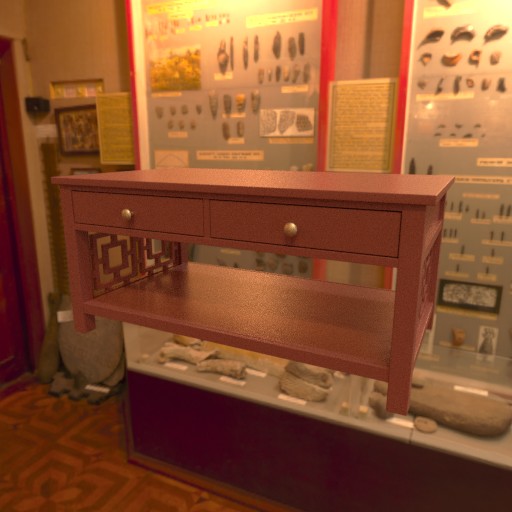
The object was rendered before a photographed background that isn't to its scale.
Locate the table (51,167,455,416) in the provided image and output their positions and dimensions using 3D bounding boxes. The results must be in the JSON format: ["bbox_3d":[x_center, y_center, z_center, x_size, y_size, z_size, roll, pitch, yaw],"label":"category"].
[{"bbox_3d":[0.000,0.000,1.395,1.068,0.493,0.612,7,16,26],"label":"table"}]
